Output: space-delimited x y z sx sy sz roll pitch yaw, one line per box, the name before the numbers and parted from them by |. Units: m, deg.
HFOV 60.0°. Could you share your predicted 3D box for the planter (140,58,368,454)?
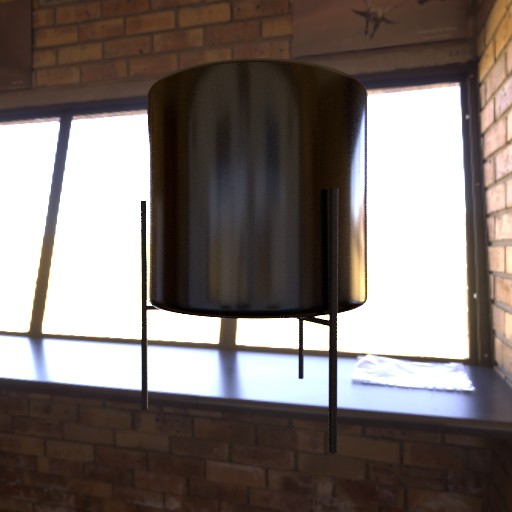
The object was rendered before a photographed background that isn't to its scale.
planter | 0.000 0.000 0.621 0.310 0.432 0.310 0 1 -16
